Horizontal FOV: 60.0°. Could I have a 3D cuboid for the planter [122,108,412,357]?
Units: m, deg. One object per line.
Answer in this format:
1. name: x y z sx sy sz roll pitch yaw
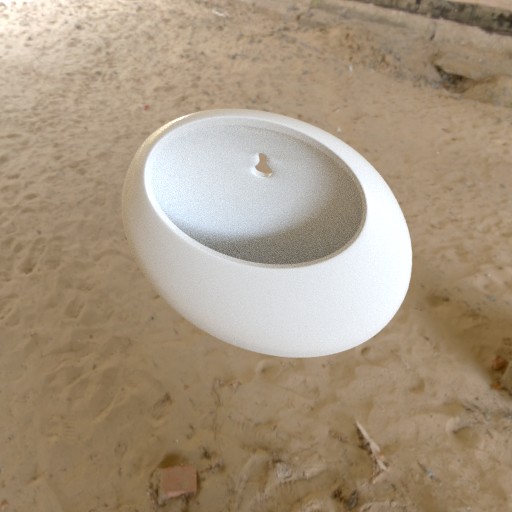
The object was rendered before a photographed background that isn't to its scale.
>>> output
1. planter: 0.000 0.000 0.278 0.185 0.188 0.043 12 42 13
